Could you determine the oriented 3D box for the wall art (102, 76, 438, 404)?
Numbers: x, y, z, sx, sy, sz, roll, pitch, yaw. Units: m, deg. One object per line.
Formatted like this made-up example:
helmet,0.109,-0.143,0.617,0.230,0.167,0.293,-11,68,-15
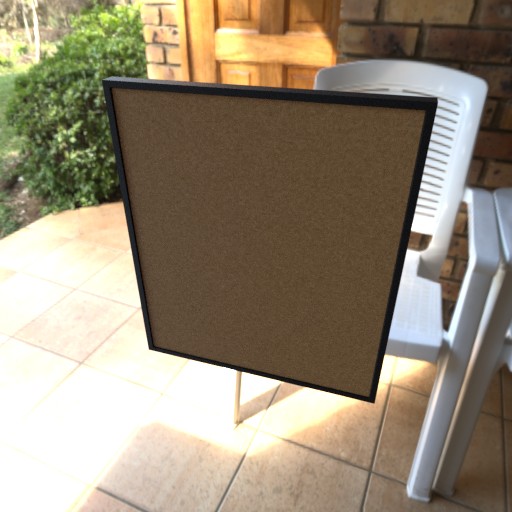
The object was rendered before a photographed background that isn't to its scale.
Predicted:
wall art,0.000,0.000,0.527,0.330,0.381,0.019,10,33,15
